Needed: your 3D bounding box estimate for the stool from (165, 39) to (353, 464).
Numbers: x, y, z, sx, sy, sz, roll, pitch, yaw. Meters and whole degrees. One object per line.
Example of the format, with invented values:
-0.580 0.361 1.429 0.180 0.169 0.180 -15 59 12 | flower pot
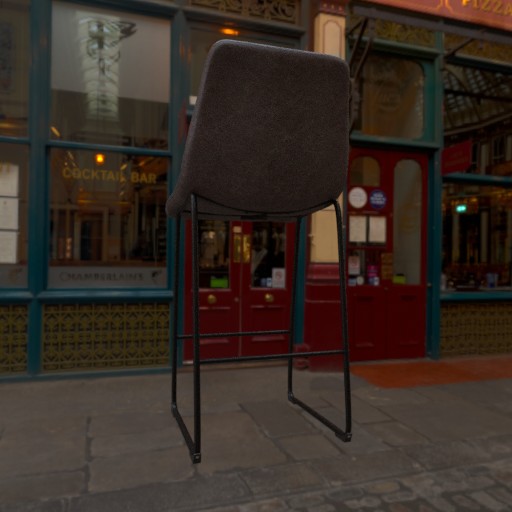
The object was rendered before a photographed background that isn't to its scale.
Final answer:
0.000 0.000 1.396 0.514 1.082 0.561 0 -1 -18 | stool
